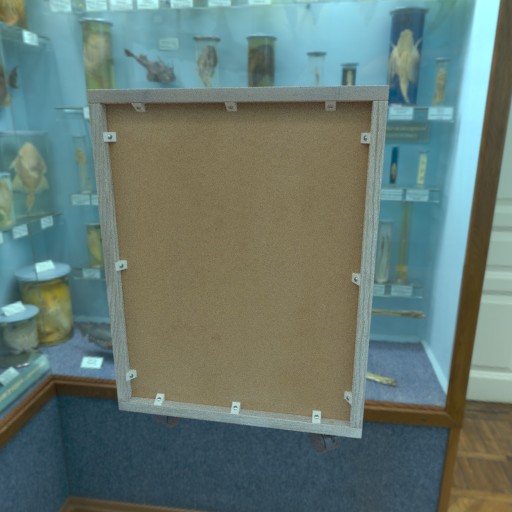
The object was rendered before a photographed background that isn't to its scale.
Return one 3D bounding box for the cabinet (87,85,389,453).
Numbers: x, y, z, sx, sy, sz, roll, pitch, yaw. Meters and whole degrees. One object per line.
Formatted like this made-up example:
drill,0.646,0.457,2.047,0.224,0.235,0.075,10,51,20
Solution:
cabinet,0.000,0.000,0.855,0.409,0.579,0.401,3,17,10
